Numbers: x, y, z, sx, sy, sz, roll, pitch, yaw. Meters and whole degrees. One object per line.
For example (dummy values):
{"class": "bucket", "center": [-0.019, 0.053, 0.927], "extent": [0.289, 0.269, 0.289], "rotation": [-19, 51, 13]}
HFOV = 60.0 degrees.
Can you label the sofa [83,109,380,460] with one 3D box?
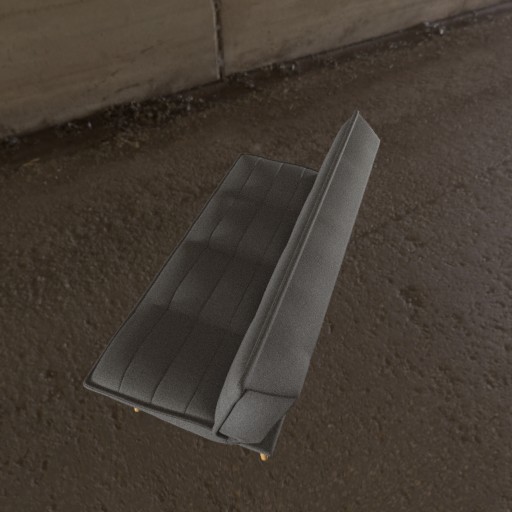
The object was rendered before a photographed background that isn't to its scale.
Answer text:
{"class": "sofa", "center": [0.000, 0.000, 2.437], "extent": [0.950, 0.890, 1.940], "rotation": [15, 49, 14]}
